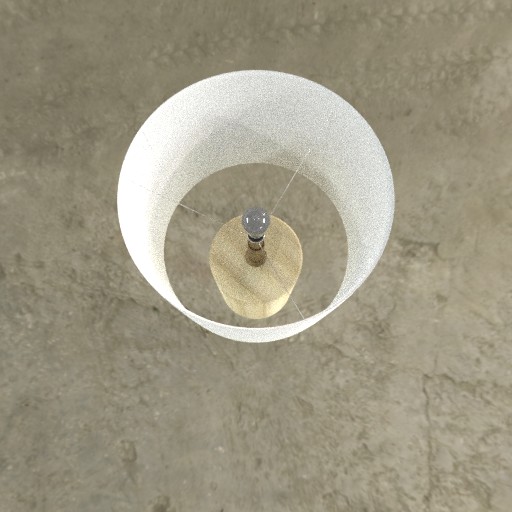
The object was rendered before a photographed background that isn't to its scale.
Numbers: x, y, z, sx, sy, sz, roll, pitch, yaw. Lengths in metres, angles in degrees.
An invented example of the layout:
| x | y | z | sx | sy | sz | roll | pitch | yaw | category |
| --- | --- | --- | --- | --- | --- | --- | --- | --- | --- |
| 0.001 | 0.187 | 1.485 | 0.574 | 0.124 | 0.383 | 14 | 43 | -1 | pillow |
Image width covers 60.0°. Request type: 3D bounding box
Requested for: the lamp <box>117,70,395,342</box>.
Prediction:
| x | y | z | sx | sy | sz | roll | pitch | yaw | category |
| --- | --- | --- | --- | --- | --- | --- | --- | --- | --- |
| 0.000 | 0.000 | 0.577 | 0.228 | 0.444 | 0.228 | 38 | 79 | 9 | lamp |
